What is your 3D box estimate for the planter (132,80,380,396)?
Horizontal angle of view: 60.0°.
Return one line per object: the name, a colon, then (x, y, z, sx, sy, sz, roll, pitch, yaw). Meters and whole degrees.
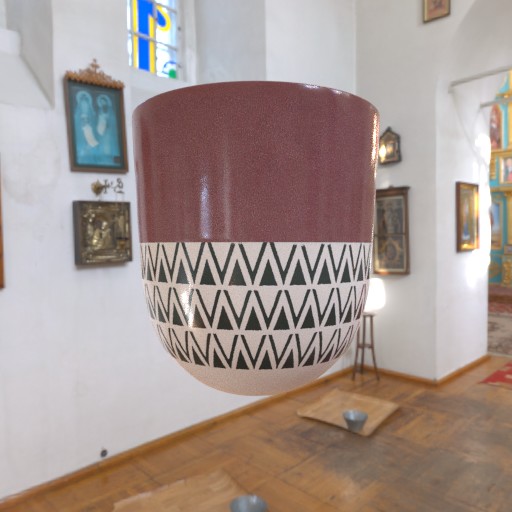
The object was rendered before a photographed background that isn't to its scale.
planter: (0.000, 0.000, 0.364, 0.195, 0.214, 0.195, 0, 1, 0)
